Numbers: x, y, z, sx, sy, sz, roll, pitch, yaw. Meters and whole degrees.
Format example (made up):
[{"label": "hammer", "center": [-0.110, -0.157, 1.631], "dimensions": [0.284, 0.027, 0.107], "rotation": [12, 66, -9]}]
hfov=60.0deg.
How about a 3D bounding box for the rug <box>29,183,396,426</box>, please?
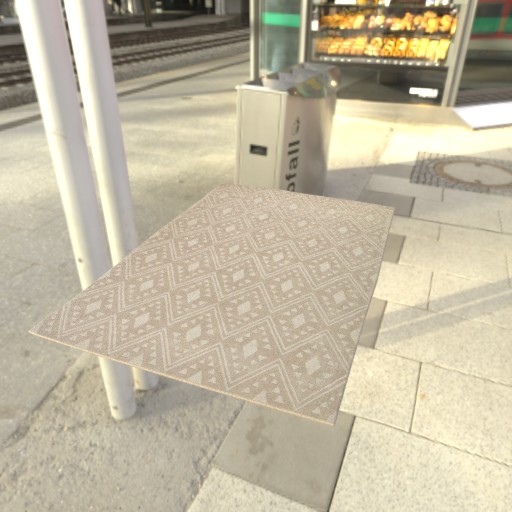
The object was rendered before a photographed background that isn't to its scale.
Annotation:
[{"label": "rug", "center": [0.000, 0.000, 2.321], "dimensions": [1.252, 0.034, 1.829], "rotation": [11, 32, 18]}]
